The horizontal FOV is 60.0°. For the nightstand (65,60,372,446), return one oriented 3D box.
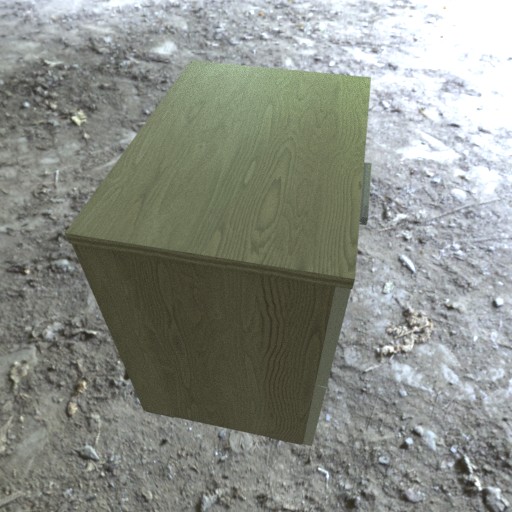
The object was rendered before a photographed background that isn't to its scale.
[{"bbox_3d":[0.000,0.000,0.768,0.325,0.461,0.442,9,48,8],"label":"nightstand"}]
